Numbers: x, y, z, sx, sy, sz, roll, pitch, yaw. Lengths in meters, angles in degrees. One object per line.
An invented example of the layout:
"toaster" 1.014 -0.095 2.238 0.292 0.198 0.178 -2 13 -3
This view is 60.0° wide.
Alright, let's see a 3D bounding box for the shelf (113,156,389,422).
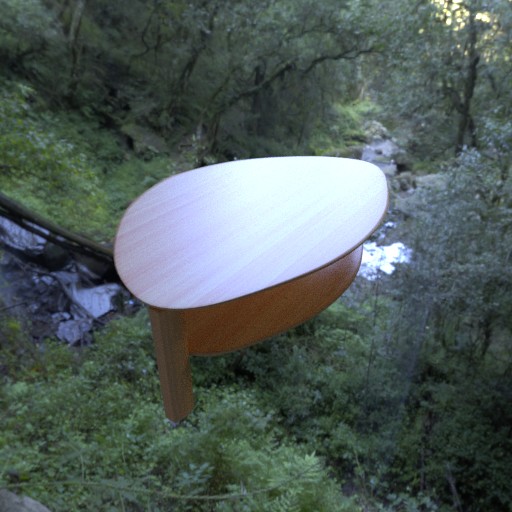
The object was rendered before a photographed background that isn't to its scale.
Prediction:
"shelf" 0.000 0.000 1.665 0.845 0.440 1.246 20 37 30
